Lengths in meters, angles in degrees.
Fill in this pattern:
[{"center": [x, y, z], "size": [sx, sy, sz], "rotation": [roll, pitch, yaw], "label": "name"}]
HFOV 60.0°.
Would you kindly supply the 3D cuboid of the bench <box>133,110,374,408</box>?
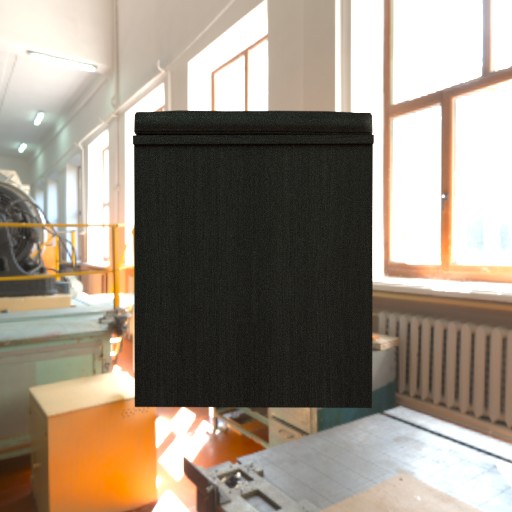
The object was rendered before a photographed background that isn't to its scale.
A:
[{"center": [0.000, 0.000, 1.188], "size": [0.401, 0.501, 0.905], "rotation": [0, 1, 1], "label": "bench"}]
